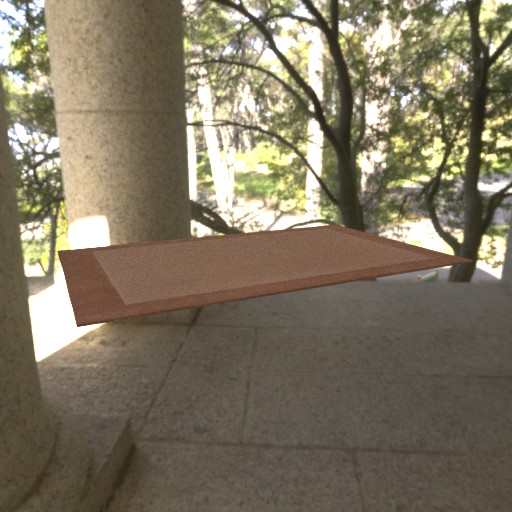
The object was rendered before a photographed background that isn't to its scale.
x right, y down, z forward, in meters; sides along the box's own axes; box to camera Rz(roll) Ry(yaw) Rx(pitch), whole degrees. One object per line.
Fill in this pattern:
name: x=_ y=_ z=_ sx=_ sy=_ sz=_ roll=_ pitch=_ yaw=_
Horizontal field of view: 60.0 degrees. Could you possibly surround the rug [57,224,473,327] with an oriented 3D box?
rug: x=0.000 y=0.000 z=3.048 sx=2.438 sy=0.014 sz=1.524 roll=-7 pitch=16 yaw=-26
